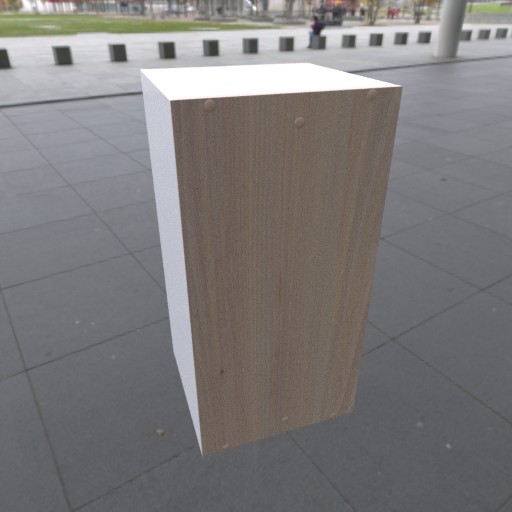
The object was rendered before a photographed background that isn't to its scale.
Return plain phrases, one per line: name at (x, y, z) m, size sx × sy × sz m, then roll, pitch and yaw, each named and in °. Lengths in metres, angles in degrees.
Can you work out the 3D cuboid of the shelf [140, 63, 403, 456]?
shelf at (0.000, 0.000, 0.786) m, size 0.297 × 0.594 × 0.290 m, roll -10°, pitch 31°, yaw -17°
